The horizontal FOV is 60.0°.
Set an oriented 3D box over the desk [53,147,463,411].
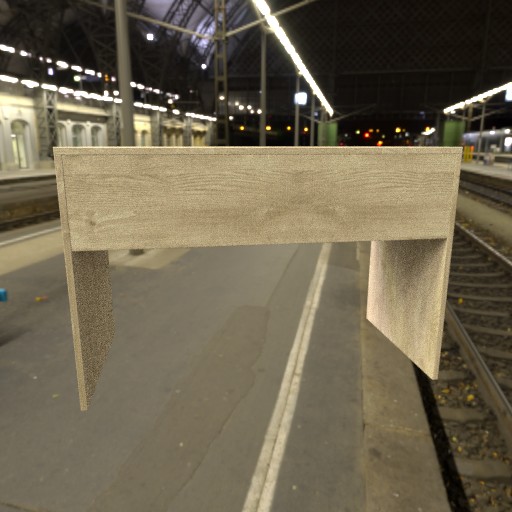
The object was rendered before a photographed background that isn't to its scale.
[{"bbox_3d":[0.000,0.000,1.529,1.100,0.730,0.560,-2,14,-9],"label":"desk"}]
